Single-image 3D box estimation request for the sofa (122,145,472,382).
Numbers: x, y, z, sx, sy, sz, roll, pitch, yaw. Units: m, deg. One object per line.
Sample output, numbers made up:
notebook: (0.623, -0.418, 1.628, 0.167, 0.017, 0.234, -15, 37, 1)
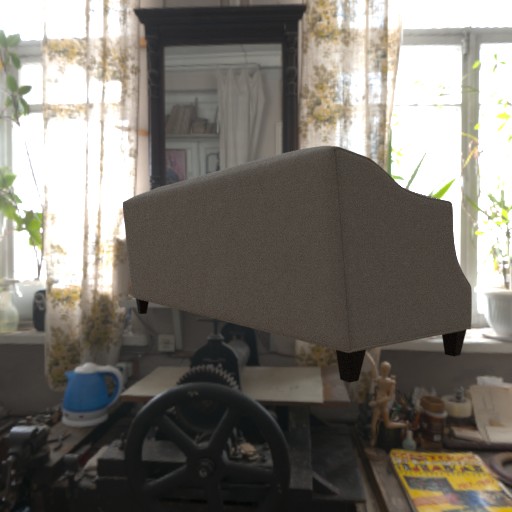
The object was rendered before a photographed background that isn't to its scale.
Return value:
sofa: (0.000, 0.000, 2.705, 0.914, 0.901, 2.235, -1, 1, -35)
